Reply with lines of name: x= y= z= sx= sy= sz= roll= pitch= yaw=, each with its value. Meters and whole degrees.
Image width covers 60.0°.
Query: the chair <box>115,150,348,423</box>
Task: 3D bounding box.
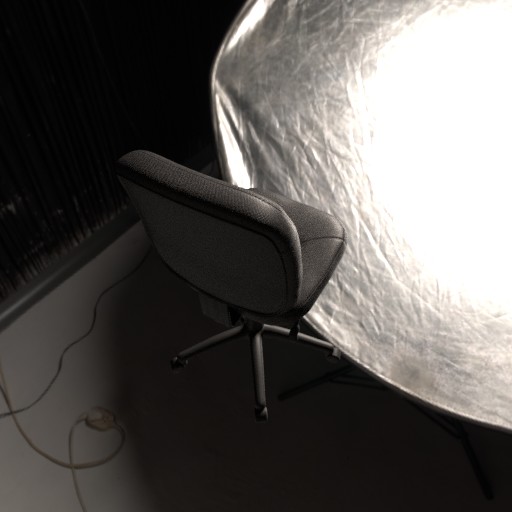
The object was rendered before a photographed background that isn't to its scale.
chair: x=0.000 y=0.000 z=1.415 sx=0.647 sy=0.959 sz=0.646 roll=24 pitch=51 yaw=21
